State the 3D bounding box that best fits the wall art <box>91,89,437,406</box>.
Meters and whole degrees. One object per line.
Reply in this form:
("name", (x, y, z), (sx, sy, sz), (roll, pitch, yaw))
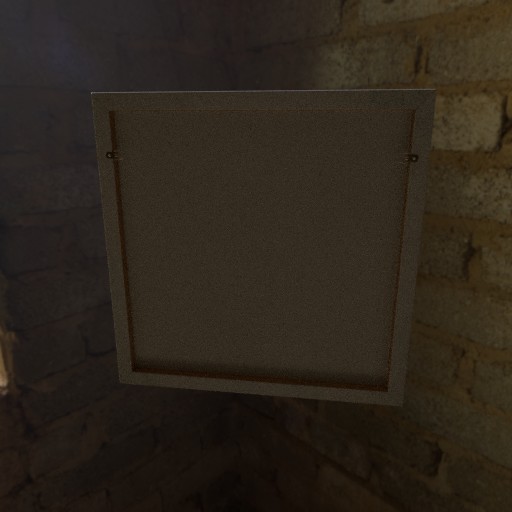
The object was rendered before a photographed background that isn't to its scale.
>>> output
("wall art", (0.000, 0.000, 1.092), (0.762, 0.762, 0.041), (2, 17, 8))
